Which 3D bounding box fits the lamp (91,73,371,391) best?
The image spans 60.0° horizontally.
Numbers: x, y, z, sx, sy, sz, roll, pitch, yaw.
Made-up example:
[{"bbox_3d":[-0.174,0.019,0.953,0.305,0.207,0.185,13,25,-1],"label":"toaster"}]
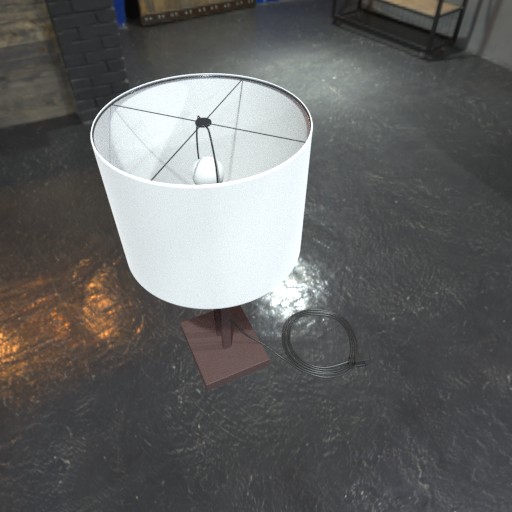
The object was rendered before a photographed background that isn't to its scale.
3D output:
[{"bbox_3d":[0.000,0.000,0.970,0.525,0.668,0.396,-18,48,-17],"label":"lamp"}]
